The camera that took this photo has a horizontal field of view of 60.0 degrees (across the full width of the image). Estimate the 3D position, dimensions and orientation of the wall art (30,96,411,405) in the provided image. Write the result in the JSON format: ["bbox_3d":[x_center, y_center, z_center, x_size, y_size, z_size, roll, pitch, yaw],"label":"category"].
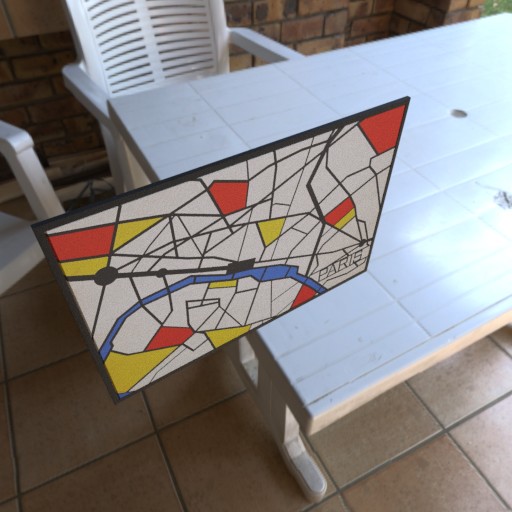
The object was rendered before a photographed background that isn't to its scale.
[{"bbox_3d":[0.000,0.000,1.216,0.963,0.665,0.013,-24,50,-23],"label":"wall art"}]
